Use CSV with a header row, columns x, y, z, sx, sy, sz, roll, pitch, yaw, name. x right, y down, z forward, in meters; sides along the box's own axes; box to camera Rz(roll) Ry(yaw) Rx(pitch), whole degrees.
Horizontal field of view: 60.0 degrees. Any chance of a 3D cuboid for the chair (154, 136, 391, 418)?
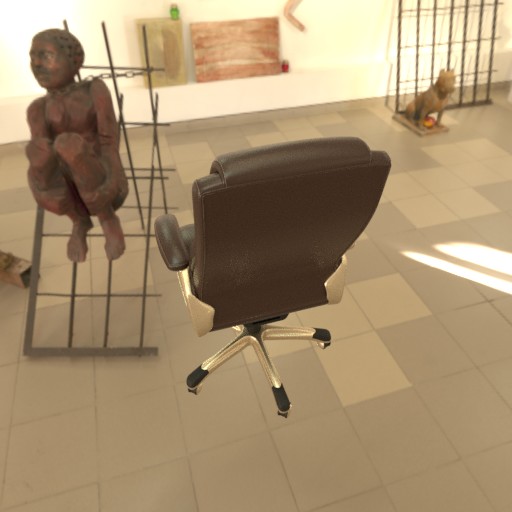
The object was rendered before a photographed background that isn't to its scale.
x,y,z,sx,sy,sz,roll,pitch,yaw,name
0.000,0.000,1.655,0.692,1.194,0.749,-12,41,-14,chair
